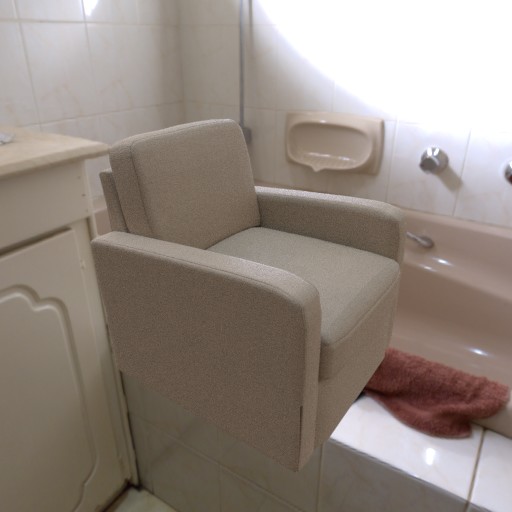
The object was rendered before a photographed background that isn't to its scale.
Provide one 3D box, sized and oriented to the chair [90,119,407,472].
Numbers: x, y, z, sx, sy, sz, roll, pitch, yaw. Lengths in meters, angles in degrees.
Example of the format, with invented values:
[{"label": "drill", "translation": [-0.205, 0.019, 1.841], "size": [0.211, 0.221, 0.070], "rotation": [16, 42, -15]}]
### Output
[{"label": "chair", "translation": [0.000, 0.000, 1.541], "size": [0.888, 0.827, 0.755], "rotation": [17, 31, 31]}]
